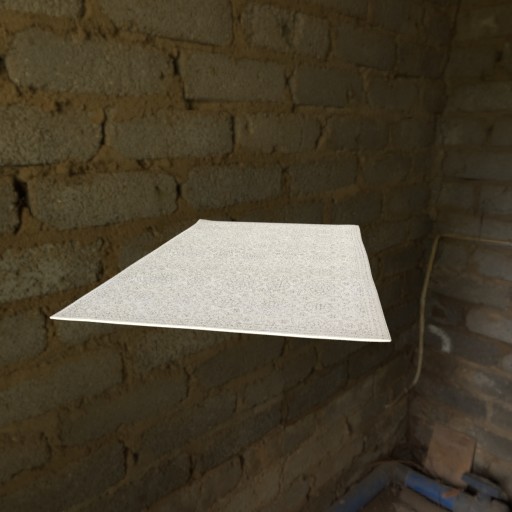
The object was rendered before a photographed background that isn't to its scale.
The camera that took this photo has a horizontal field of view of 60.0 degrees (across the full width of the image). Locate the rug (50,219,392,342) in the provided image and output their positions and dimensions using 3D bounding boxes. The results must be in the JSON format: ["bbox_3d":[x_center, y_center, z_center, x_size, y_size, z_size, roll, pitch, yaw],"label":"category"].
[{"bbox_3d":[0.000,0.000,2.447,1.214,0.023,1.947,2,15,9],"label":"rug"}]
